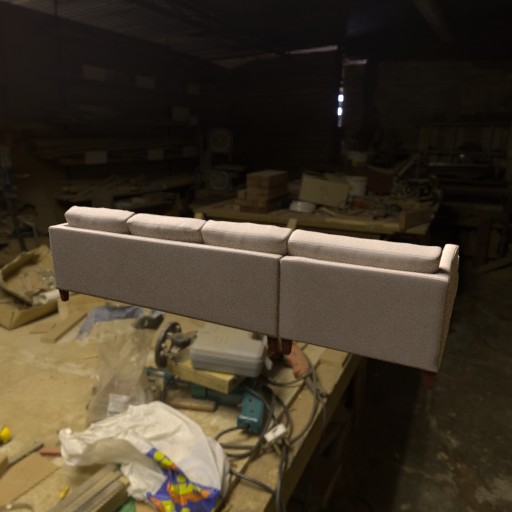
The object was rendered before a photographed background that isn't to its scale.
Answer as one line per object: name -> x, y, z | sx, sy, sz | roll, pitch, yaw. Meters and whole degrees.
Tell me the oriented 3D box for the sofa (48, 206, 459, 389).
sofa -> 0.000, 0.000, 3.850 | 3.186, 0.846, 1.625 | 8, 18, 26
